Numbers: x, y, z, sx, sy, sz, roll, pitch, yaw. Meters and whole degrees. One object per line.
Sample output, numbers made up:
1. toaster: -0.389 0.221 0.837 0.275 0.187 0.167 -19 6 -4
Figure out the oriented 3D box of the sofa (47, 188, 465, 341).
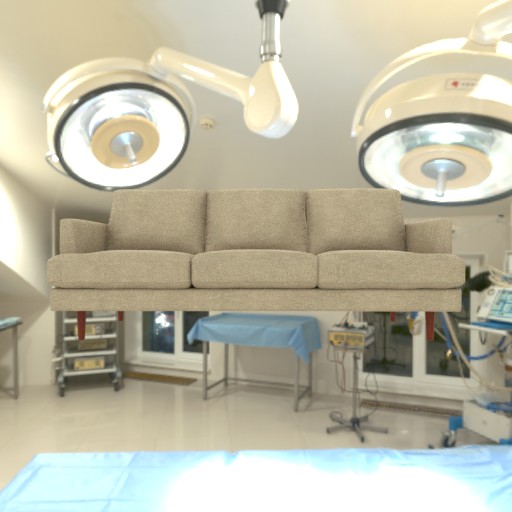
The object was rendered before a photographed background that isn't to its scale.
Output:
1. sofa: 0.000 0.000 2.787 2.246 0.930 0.903 0 0 1
